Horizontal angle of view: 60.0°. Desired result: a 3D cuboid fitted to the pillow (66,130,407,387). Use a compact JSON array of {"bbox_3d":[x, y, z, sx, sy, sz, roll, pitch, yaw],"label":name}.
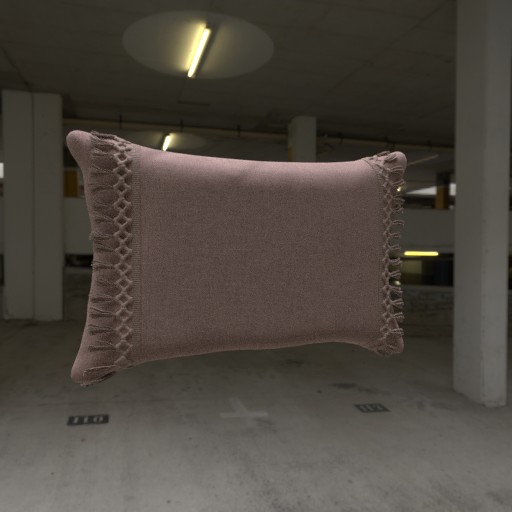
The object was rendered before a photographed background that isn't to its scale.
[{"bbox_3d":[0.000,0.000,0.592,0.466,0.305,0.084,0,1,-17],"label":"pillow"}]
